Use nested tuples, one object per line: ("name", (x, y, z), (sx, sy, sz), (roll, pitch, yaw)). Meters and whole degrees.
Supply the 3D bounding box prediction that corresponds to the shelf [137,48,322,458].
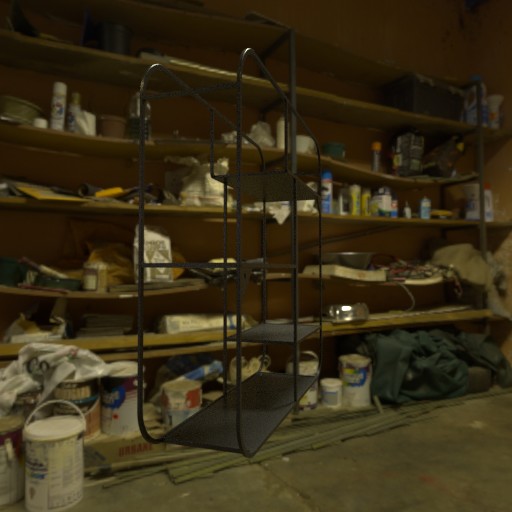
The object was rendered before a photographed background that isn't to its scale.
("shelf", (0.000, 0.000, 0.909), (0.160, 0.600, 0.600), (-1, -2, 19))
